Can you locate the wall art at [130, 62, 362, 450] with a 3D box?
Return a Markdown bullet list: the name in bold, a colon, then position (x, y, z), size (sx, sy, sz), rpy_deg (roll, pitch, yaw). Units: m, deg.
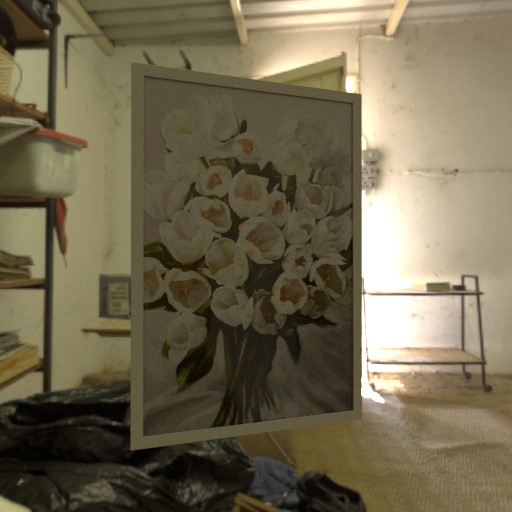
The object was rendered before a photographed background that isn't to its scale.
- **wall art**: position (0.000, 0.000, 1.215), size (0.660, 0.965, 0.015), rpy_deg (0, 0, -19)
